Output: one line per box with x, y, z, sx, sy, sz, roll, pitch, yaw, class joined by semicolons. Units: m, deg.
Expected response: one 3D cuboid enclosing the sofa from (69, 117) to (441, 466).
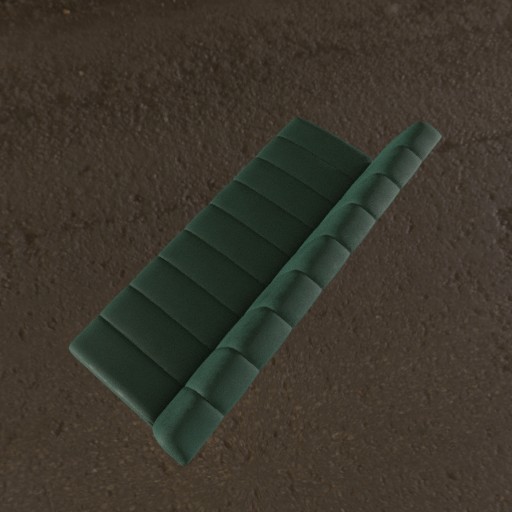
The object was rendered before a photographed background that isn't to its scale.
0.000;0.000;2.217;0.830;0.820;1.810;35;69;16;sofa
